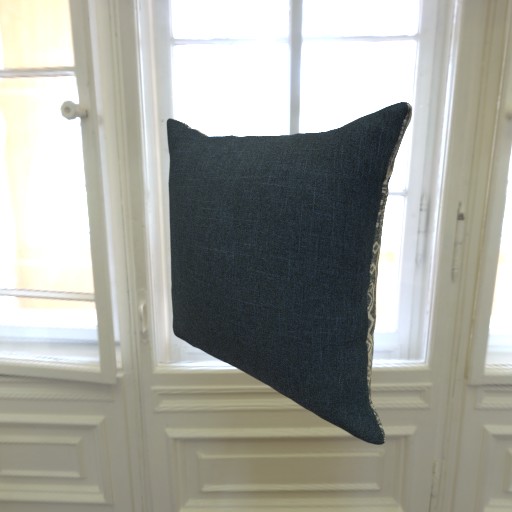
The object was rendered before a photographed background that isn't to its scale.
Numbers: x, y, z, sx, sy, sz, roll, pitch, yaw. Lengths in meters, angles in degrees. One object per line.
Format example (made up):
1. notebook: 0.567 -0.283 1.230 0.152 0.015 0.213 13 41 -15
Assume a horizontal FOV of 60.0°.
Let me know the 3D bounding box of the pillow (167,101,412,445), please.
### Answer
1. pillow: 0.000 0.000 0.783 0.180 0.487 0.546 -13 19 -42
